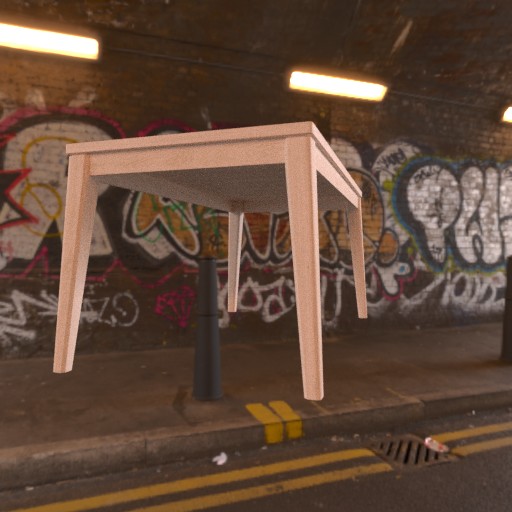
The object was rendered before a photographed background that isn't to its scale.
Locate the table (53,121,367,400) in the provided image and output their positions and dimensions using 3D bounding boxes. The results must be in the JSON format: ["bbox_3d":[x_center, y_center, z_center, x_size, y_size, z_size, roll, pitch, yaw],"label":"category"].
[{"bbox_3d":[0.000,0.000,2.086,0.900,0.760,1.600,0,1,18],"label":"table"}]
